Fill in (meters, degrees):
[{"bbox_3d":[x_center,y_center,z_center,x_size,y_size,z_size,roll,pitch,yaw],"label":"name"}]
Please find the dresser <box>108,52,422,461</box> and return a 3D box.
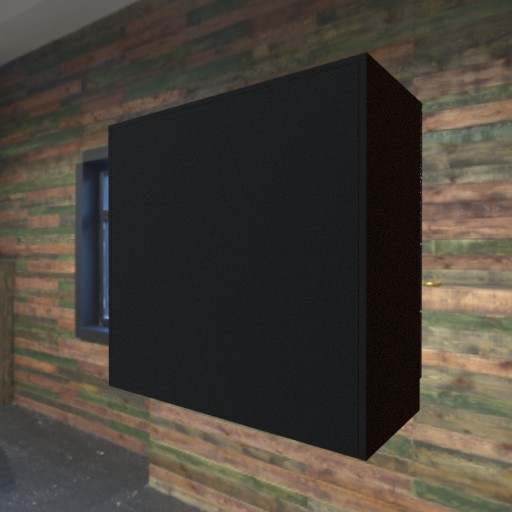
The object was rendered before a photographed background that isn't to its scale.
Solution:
[{"bbox_3d":[0.000,0.000,1.146,0.750,0.720,0.360,0,0,37],"label":"dresser"}]
